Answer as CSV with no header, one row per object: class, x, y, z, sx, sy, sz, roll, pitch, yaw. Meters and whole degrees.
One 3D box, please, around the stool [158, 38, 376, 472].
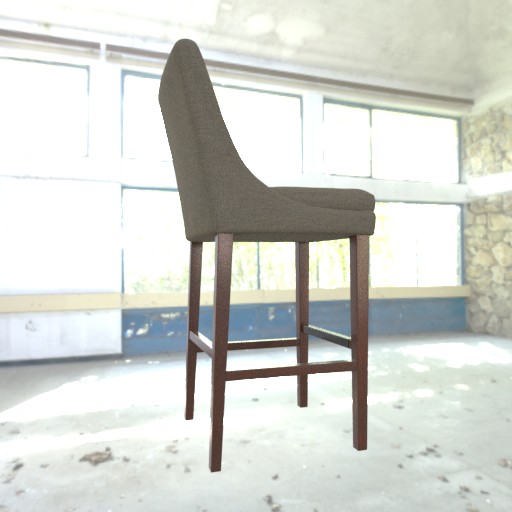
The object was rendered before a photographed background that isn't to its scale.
stool,0.000,0.000,1.355,0.577,1.078,0.470,0,-1,-18
